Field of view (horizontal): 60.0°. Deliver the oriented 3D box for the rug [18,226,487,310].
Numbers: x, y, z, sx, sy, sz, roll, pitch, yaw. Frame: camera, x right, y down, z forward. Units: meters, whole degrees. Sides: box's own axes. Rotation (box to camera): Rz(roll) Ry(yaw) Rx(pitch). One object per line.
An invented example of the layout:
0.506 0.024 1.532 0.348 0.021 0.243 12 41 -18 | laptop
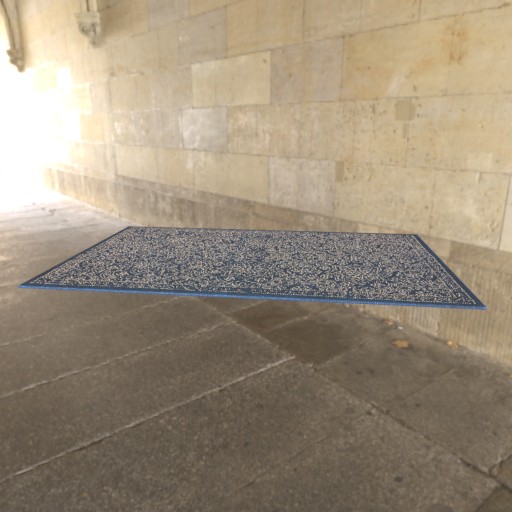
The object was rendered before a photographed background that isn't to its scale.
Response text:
0.000 0.000 3.009 2.441 0.015 1.526 2 16 7 | rug
